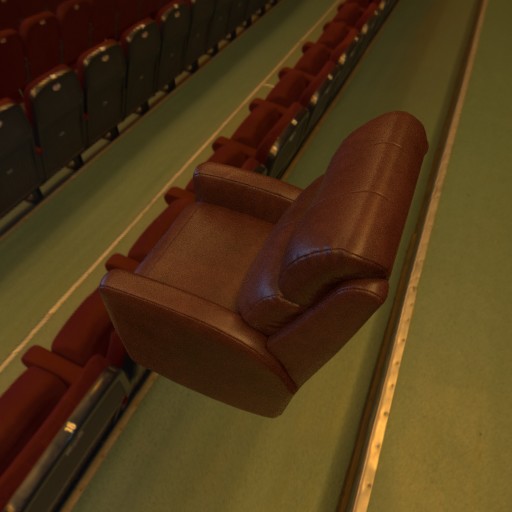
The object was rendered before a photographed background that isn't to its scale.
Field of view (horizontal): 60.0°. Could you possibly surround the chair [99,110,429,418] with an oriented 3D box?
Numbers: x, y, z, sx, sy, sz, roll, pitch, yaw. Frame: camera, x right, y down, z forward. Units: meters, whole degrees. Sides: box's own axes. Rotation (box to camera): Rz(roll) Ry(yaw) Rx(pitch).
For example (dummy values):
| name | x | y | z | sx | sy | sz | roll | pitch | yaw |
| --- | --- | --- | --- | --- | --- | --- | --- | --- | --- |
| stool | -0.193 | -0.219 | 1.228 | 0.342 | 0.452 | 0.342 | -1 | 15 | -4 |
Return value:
| name | x | y | z | sx | sy | sz | roll | pitch | yaw |
| --- | --- | --- | --- | --- | --- | --- | --- | --- | --- |
| chair | 0.000 | 0.000 | 1.644 | 0.939 | 1.016 | 0.787 | 17 | 50 | 15 |
